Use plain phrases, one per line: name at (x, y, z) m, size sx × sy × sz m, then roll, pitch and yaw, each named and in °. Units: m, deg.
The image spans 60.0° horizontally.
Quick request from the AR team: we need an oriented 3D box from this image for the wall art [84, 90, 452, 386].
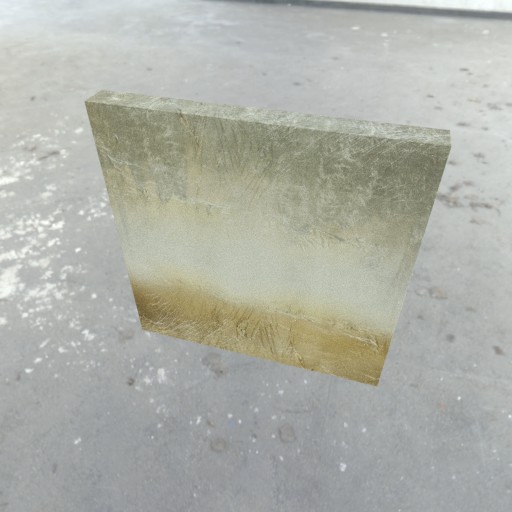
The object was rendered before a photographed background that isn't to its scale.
wall art at (0.000, 0.000, 0.618) m, size 0.405 × 0.407 × 0.038 m, roll 11°, pitch 42°, yaw 12°
